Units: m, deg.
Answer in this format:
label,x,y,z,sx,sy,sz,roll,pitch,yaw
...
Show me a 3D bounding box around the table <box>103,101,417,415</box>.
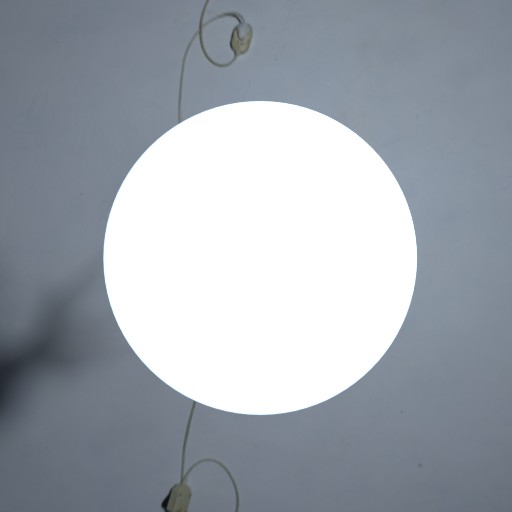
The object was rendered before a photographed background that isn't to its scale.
label,x,y,z,sx,sy,sz,roll,pitch,yaw
table,0.000,0.000,0.744,0.350,0.500,0.350,0,91,-1
